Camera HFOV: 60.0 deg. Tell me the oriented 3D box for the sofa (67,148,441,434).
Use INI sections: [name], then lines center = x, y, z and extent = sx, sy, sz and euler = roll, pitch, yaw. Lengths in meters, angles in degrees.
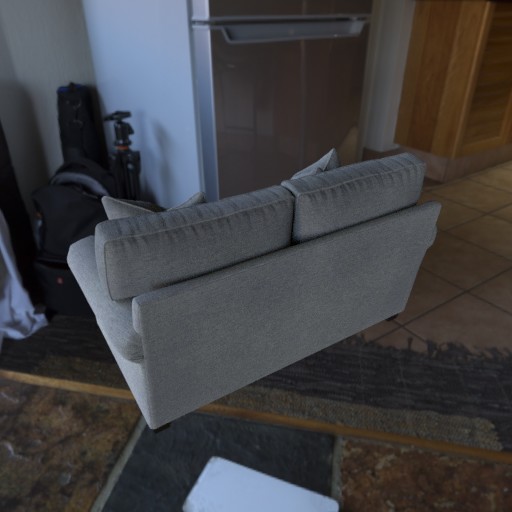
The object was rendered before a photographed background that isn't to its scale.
[sofa]
center = 0.000, 0.000, 2.288
extent = 1.701, 0.966, 0.966
euler = -18, 35, -27
